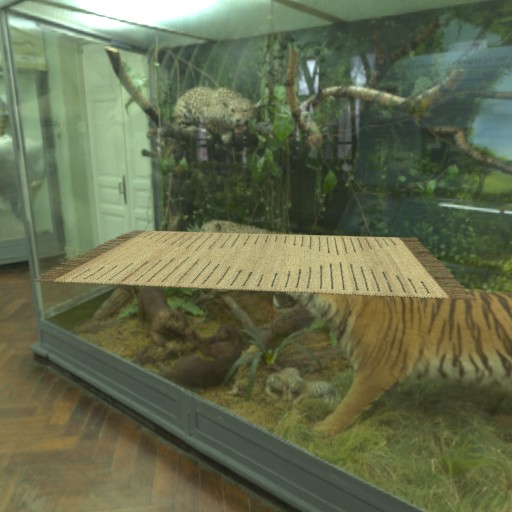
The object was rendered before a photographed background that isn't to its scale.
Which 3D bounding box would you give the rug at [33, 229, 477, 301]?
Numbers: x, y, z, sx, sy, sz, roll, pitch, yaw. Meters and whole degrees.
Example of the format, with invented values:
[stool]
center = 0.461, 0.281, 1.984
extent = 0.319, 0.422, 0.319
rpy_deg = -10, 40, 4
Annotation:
[rug]
center = 0.000, 0.000, 2.605
extent = 2.085, 0.027, 1.224
rpy_deg = 2, 15, 7
